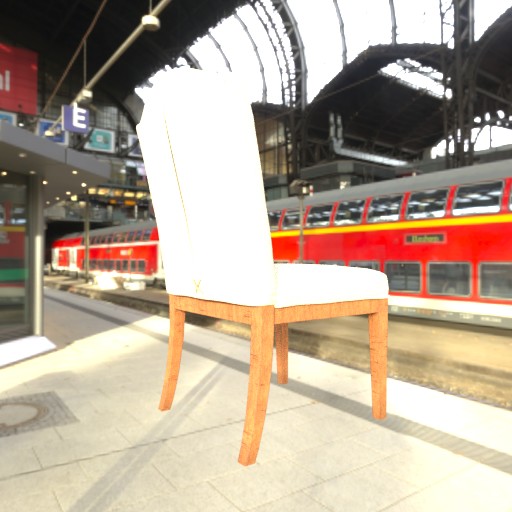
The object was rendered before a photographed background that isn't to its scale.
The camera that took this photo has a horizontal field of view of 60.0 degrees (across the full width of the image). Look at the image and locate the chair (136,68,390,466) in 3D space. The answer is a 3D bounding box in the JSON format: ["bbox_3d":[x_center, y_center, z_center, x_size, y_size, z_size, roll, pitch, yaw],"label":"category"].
[{"bbox_3d":[0.000,0.000,1.396,0.648,1.012,0.534,0,0,-36],"label":"chair"}]
